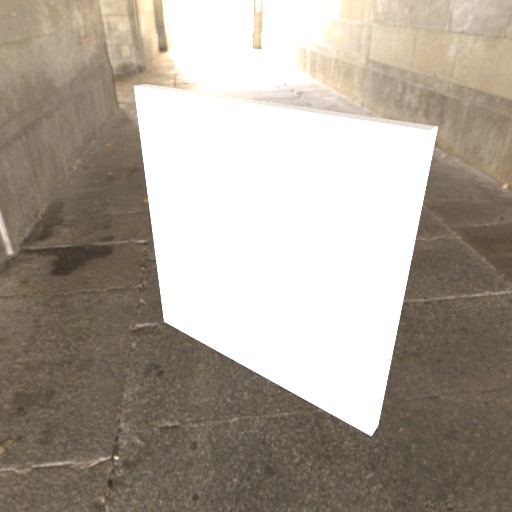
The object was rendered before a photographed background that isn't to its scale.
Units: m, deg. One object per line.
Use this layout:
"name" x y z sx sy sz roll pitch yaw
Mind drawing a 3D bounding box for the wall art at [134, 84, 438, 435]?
"wall art" 0.000 0.000 1.142 0.762 0.762 0.040 21 36 32
